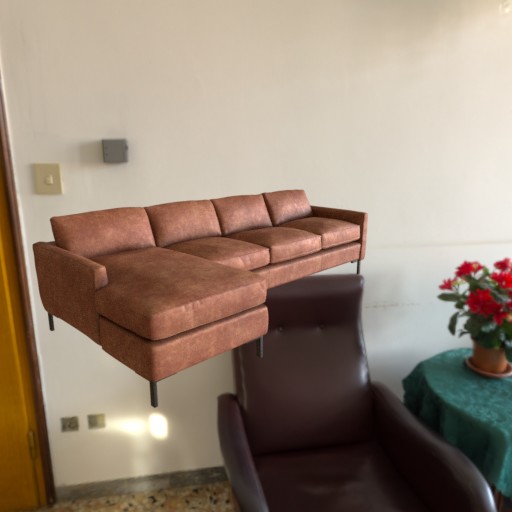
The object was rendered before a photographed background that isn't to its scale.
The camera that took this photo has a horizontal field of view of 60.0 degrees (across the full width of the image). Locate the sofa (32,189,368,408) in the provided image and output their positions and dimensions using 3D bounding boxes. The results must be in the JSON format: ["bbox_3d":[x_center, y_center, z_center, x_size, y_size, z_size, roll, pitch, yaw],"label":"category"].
[{"bbox_3d":[0.000,0.000,3.670,1.471,0.859,2.993,13,19,43],"label":"sofa"}]
